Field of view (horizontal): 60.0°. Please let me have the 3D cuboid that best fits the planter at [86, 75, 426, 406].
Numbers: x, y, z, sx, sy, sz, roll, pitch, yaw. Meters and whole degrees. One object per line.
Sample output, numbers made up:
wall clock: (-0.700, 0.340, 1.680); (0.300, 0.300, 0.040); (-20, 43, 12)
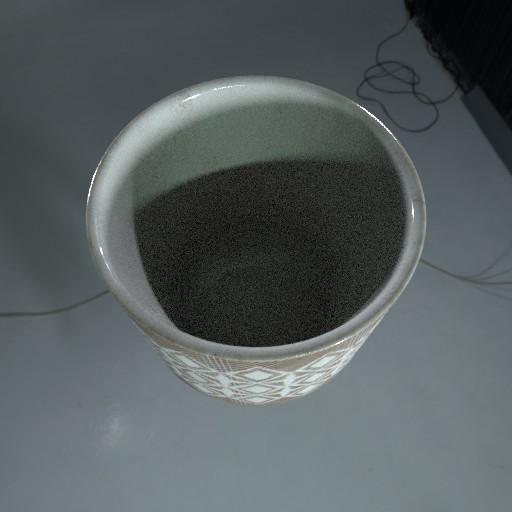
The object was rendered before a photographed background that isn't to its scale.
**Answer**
planter: (0.000, 0.000, 0.213); (0.126, 0.104, 0.126); (0, 63, 0)
